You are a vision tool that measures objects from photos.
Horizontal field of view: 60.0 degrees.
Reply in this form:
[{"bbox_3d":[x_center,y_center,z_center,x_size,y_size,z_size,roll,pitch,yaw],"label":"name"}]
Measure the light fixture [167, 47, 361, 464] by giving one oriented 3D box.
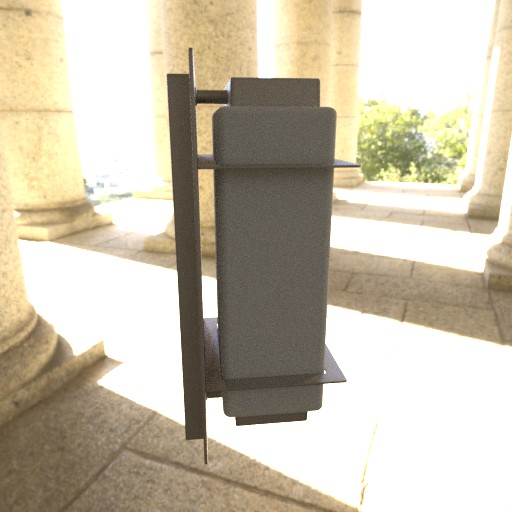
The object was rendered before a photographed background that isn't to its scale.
[{"bbox_3d":[0.000,0.000,0.474,0.160,0.380,0.168,-2,16,-7],"label":"light fixture"}]
